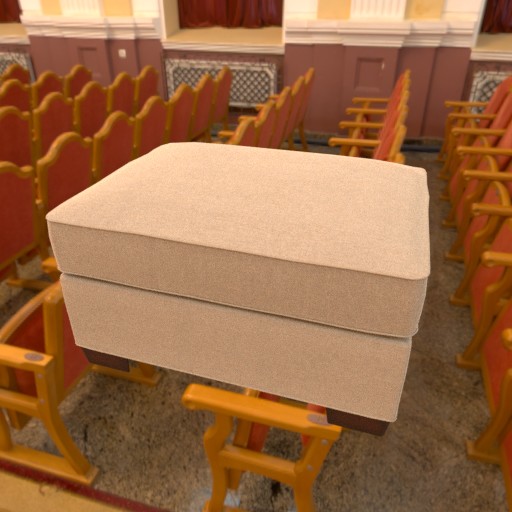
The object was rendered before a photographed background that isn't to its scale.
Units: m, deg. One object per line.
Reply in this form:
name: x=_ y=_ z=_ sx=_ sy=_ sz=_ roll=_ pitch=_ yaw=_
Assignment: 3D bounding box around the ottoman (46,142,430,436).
ottoman: x=0.000 y=0.000 z=1.239 sx=0.846 sy=0.503 sz=0.617 roll=9 pitch=32 yaw=15
